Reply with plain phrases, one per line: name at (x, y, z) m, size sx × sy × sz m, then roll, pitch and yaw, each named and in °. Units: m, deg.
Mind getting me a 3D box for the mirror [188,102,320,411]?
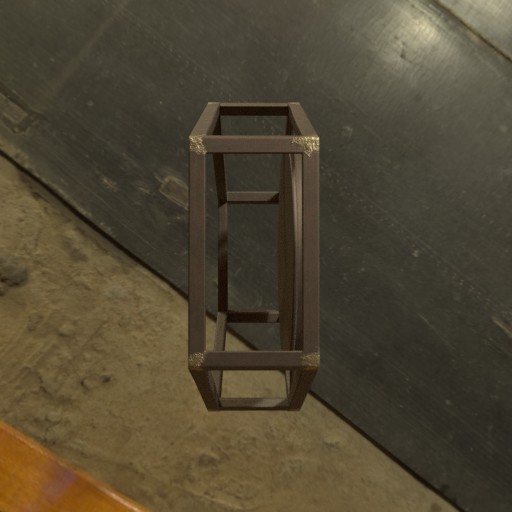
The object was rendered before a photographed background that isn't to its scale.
mirror at (0.000, 0.000, 0.546) m, size 0.119 × 0.334 × 0.380 m, roll 0°, pitch 89°, yaw 0°
